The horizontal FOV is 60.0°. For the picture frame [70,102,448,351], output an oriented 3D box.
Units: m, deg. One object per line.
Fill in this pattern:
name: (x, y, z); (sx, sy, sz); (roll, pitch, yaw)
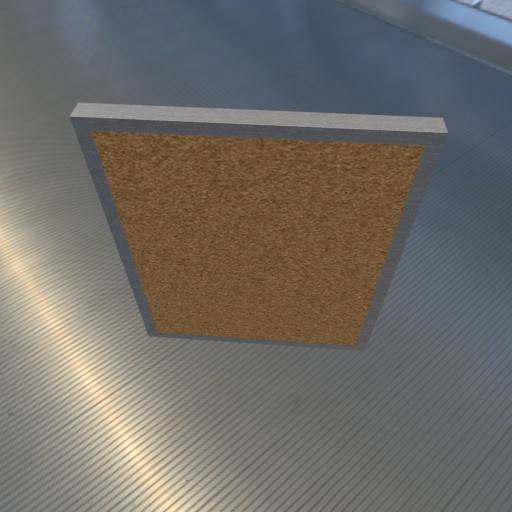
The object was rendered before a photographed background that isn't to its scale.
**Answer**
picture frame: (0.000, 0.000, 0.534); (0.327, 0.378, 0.027); (3, 49, 3)
